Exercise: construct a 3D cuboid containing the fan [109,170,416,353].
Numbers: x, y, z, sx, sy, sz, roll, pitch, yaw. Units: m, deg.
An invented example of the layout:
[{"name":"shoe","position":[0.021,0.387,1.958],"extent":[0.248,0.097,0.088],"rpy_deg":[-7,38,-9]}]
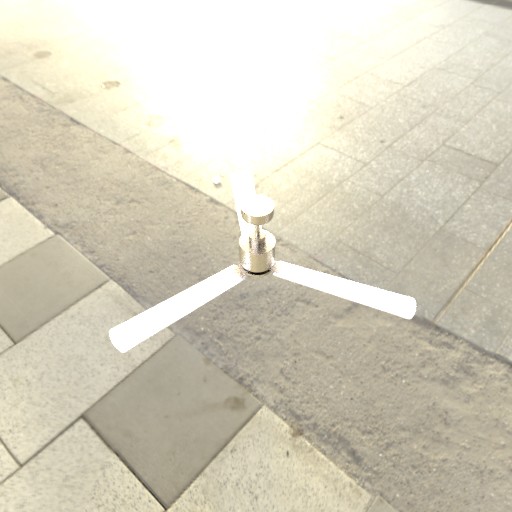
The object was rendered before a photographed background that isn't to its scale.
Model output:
[{"name":"fan","position":[0.000,0.000,2.315],"extent":[1.561,0.446,1.531],"rpy_deg":[31,54,26]}]
